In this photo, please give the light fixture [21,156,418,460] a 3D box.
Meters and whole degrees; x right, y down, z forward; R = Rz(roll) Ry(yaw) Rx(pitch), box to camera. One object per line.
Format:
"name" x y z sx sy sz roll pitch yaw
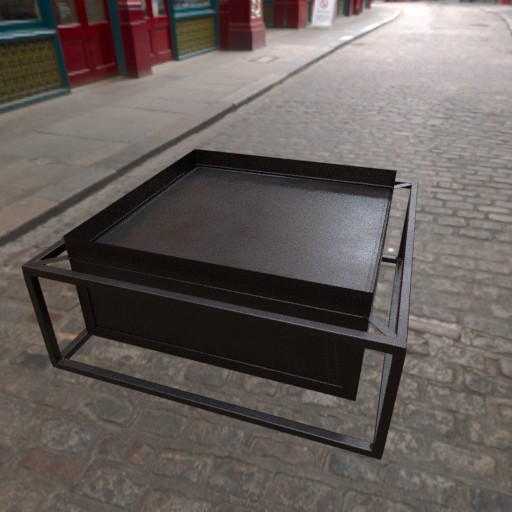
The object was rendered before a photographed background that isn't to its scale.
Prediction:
"light fixture" 0.000 0.000 0.679 0.441 0.191 0.441 10 32 16
